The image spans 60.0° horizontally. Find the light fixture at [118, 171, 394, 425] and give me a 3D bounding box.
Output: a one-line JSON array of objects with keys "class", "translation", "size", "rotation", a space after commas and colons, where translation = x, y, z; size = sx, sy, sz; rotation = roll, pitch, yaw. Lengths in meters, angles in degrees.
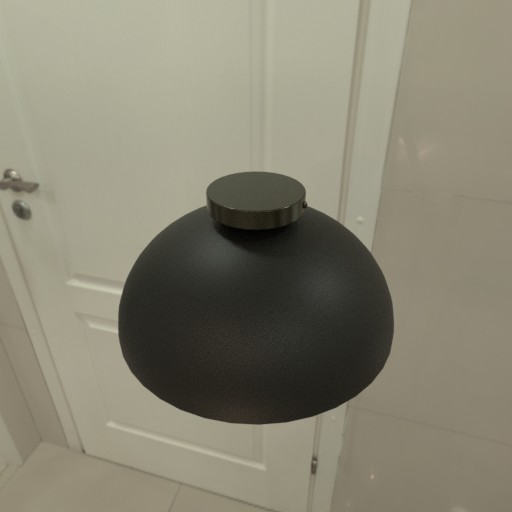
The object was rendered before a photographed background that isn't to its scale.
[{"class": "light fixture", "translation": [0.000, 0.000, 0.547], "size": [0.355, 0.177, 0.355], "rotation": [0, 32, 0]}]
